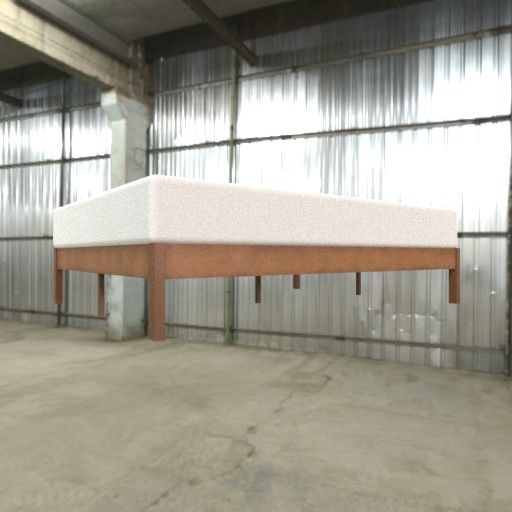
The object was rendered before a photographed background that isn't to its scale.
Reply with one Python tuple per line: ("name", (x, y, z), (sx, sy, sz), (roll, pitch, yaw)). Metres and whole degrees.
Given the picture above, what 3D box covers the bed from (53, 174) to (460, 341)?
("bed", (0.000, 0.000, 2.772), (2.050, 0.593, 1.529), (0, 0, -37))
